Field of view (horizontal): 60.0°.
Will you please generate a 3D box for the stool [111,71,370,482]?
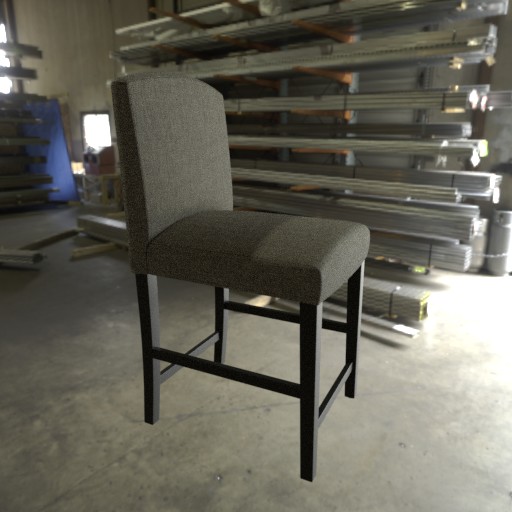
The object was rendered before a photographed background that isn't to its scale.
[{"bbox_3d":[0.000,0.000,1.222,0.552,0.966,0.451,8,17,26],"label":"stool"}]
